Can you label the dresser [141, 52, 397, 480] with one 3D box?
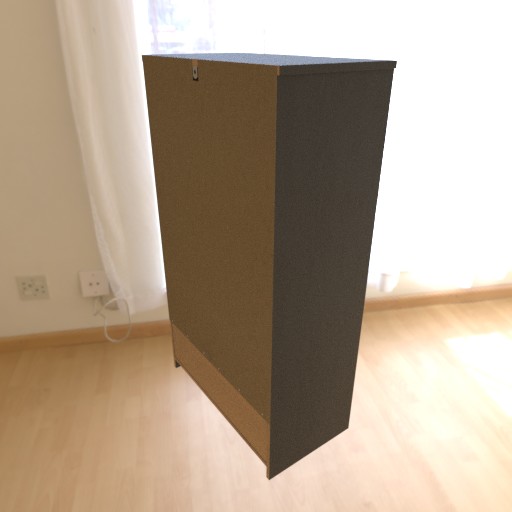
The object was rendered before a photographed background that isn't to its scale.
[{"bbox_3d":[0.000,0.000,1.532,0.399,1.255,0.704,-18,31,-32],"label":"dresser"}]
